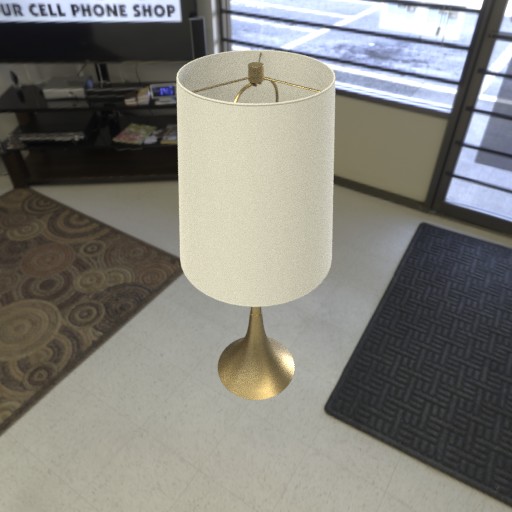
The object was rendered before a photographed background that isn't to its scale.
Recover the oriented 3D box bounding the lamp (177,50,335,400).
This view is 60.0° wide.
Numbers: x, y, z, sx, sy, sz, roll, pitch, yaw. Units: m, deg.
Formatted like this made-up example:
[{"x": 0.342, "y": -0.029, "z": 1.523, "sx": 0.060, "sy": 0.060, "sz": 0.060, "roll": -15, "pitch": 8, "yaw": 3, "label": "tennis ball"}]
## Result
[{"x": 0.000, "y": 0.000, "z": 0.685, "sx": 0.231, "sy": 0.569, "sz": 0.231, "roll": 0, "pitch": 41, "yaw": 0, "label": "lamp"}]
